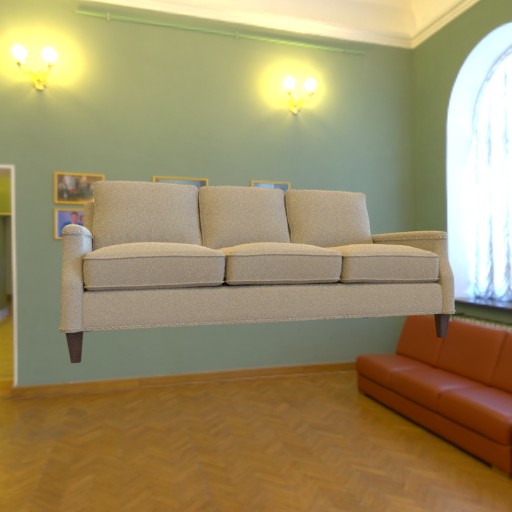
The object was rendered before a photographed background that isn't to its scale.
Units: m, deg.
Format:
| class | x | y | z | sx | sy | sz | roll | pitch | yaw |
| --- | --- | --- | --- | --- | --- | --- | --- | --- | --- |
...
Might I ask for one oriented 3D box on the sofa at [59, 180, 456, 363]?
| class | x | y | z | sx | sy | sz | roll | pitch | yaw |
| --- | --- | --- | --- | --- | --- | --- | --- | --- | --- |
| sofa | 0.000 | 0.000 | 2.875 | 2.246 | 1.003 | 1.084 | 0 | 0 | -17 |
